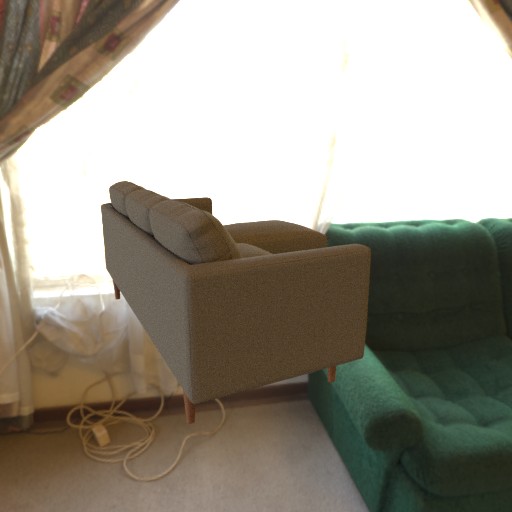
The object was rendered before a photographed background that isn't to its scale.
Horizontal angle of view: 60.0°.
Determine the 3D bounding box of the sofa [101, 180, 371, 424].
[{"bbox_3d":[0.000,0.000,2.850,1.591,0.897,2.031,-7,16,-26],"label":"sofa"}]
